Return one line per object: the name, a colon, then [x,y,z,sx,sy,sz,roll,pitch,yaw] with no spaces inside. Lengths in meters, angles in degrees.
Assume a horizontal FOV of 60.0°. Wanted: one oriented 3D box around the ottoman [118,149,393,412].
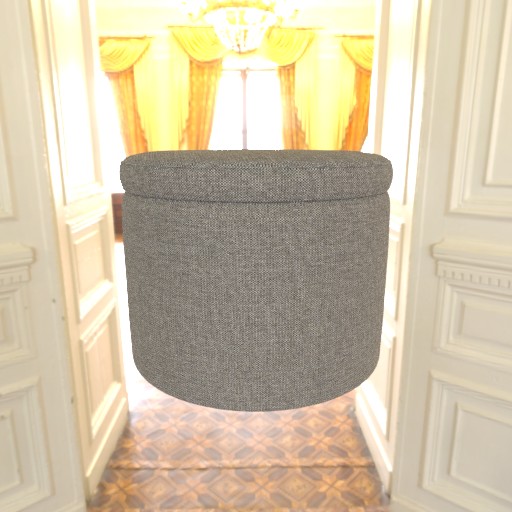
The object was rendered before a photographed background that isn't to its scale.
ottoman: [0.000,0.000,0.914,0.520,0.430,0.520,0,14,0]
